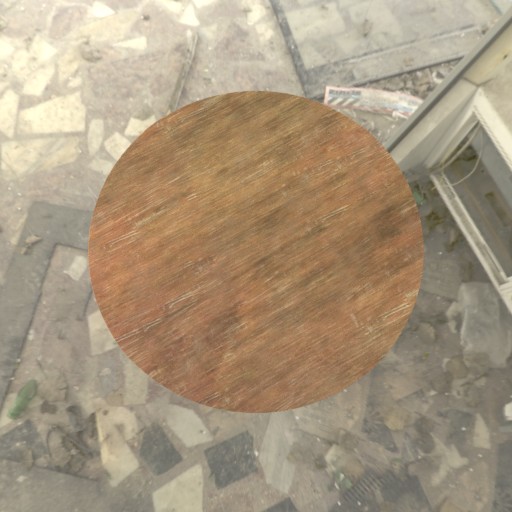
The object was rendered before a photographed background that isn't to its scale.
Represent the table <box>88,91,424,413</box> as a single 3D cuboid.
[{"bbox_3d":[0.000,0.000,1.508,0.974,0.450,0.974,0,75,0],"label":"table"}]
